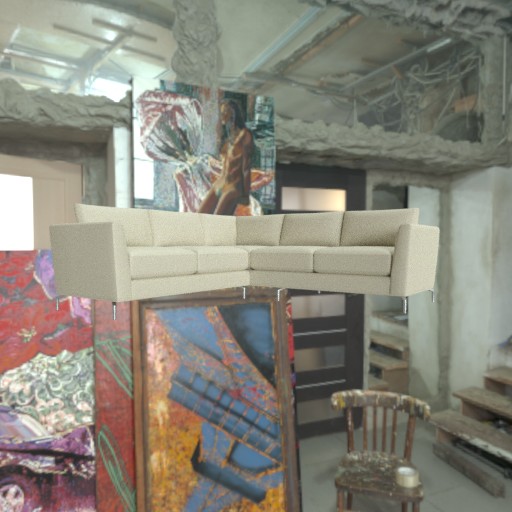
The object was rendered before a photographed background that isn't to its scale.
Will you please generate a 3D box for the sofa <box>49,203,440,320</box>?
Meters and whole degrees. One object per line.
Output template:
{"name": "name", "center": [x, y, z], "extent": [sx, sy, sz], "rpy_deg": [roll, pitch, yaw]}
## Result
{"name": "sofa", "center": [0.000, 0.000, 3.848], "extent": [2.448, 0.867, 2.430], "rpy_deg": [1, 2, 37]}
